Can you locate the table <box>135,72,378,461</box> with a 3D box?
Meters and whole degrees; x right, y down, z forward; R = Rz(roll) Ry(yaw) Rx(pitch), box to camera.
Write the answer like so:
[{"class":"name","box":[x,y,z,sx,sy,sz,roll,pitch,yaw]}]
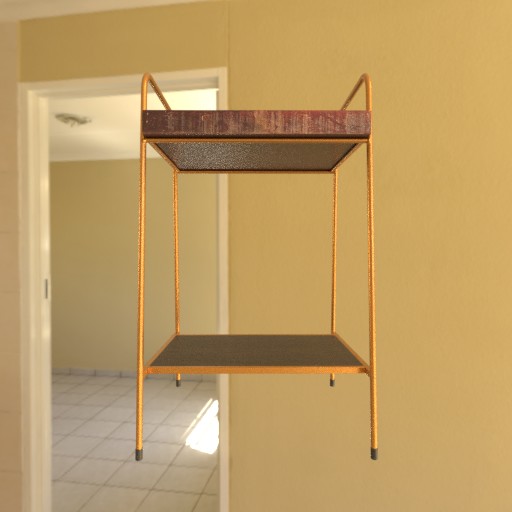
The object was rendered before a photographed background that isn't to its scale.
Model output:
[{"class":"table","box":[0.000,0.000,0.986,0.430,0.710,0.430,0,1,0]}]
